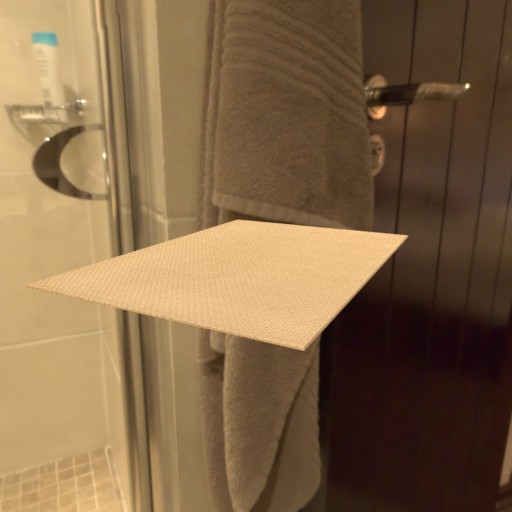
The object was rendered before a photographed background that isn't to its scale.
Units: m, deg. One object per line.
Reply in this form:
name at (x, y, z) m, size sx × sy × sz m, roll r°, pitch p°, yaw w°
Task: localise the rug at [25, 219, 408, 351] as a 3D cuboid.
rug at (0.000, 0.000, 2.819) m, size 1.509 × 0.013 × 2.144 m, roll 8°, pitch 16°, yaw 27°
